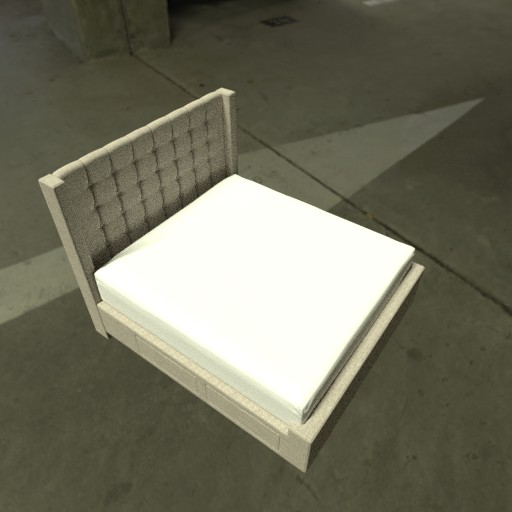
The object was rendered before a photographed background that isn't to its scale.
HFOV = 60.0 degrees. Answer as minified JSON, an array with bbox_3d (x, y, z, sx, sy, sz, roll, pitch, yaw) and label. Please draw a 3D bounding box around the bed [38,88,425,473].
[{"bbox_3d":[0.000,0.000,3.816,2.372,1.748,2.044,26,49,26],"label":"bed"}]
